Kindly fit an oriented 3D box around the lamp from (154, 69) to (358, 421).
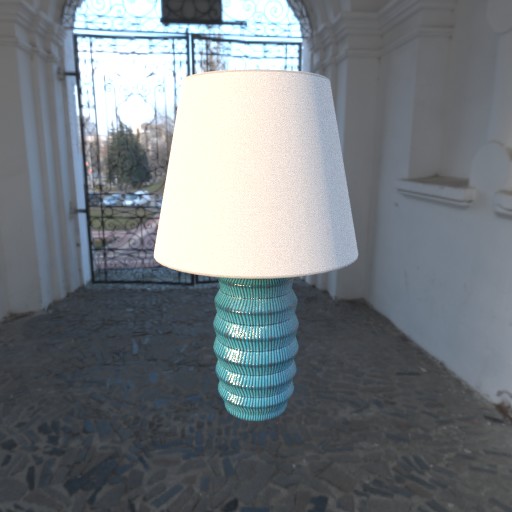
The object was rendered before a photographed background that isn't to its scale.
[{"bbox_3d":[0.000,0.000,0.789,0.355,0.582,0.355,0,13,0],"label":"lamp"}]
